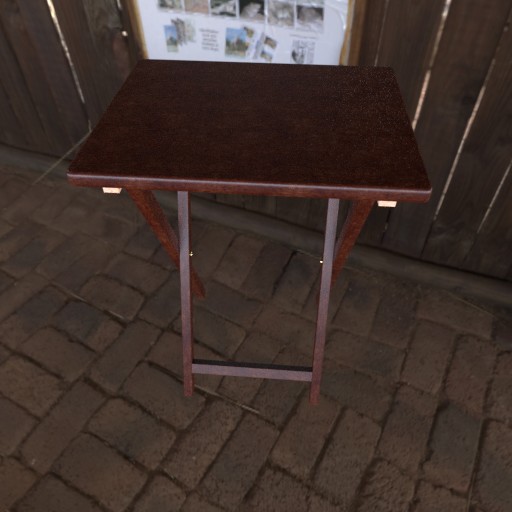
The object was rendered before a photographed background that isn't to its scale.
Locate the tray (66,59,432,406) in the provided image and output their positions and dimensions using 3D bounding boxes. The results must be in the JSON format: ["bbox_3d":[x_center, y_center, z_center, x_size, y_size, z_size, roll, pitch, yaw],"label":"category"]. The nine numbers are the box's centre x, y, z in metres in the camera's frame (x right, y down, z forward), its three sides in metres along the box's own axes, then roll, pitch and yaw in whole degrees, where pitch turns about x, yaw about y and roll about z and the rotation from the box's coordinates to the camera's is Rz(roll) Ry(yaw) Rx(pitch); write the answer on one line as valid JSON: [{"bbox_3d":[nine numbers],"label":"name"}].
[{"bbox_3d":[0.000,0.000,0.941,0.483,0.660,0.381,3,46,3],"label":"tray"}]
